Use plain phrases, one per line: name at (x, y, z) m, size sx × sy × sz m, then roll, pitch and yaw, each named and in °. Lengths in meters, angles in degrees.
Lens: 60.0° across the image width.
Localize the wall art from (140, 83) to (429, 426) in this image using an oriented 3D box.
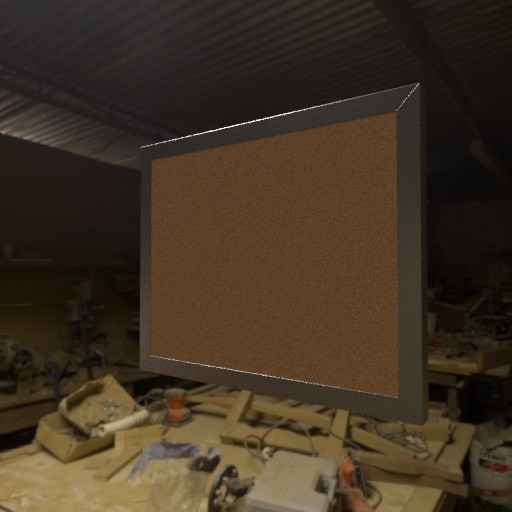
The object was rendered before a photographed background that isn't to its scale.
wall art at (0.000, 0.000, 0.761) m, size 0.557 × 0.456 × 0.032 m, roll -1°, pitch -2°, yaw 35°
